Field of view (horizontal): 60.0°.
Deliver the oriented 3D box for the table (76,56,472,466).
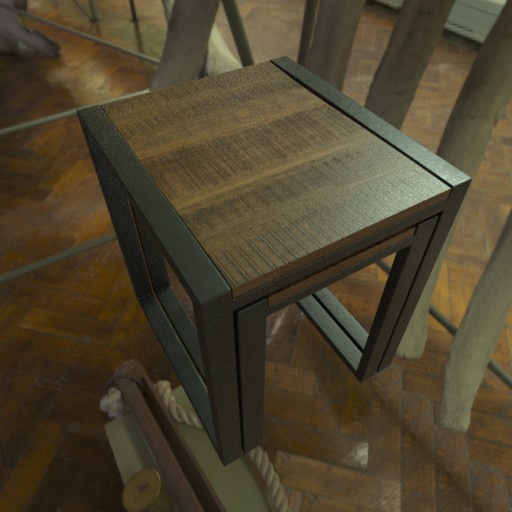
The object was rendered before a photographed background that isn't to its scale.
[{"bbox_3d":[0.000,0.000,0.921,0.449,0.550,0.500,-24,51,-20],"label":"table"}]
